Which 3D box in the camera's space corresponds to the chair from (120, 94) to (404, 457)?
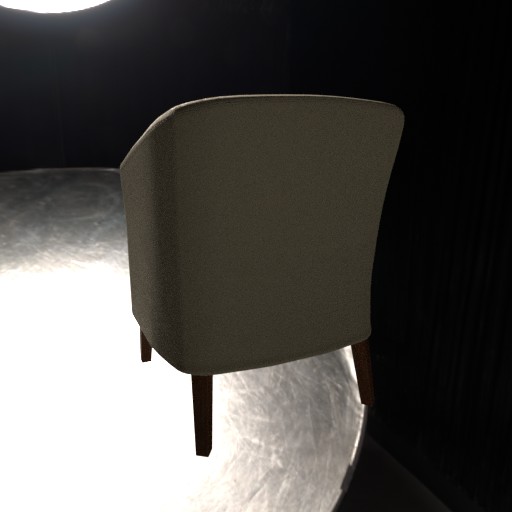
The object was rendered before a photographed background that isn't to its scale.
[{"bbox_3d":[0.000,0.000,1.279,0.643,0.822,0.657,-7,16,-24],"label":"chair"}]
